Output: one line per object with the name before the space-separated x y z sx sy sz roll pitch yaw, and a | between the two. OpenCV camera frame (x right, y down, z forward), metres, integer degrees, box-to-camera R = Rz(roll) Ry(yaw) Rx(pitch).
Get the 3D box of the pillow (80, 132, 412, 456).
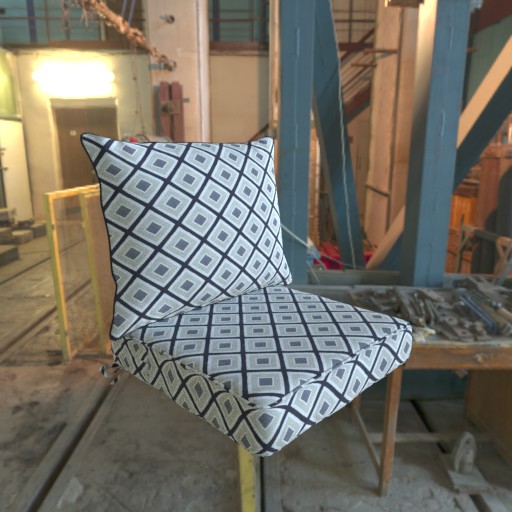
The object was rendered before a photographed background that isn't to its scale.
pillow | 0.000 0.000 1.334 0.733 0.722 0.798 13 19 43
